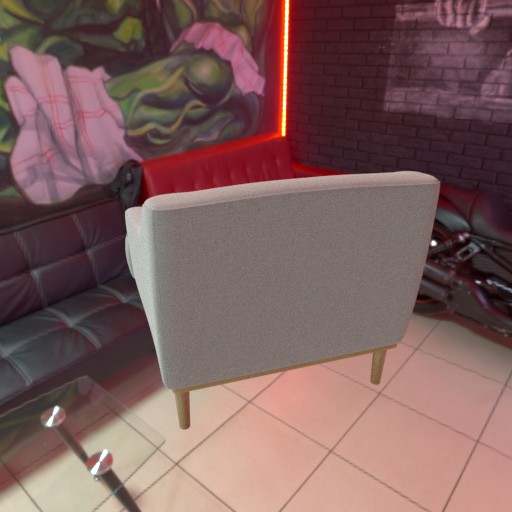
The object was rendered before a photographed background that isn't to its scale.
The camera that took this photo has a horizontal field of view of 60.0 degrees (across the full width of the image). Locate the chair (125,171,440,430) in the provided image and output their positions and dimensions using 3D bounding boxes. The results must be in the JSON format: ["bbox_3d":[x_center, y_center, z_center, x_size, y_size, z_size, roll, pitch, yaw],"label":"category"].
[{"bbox_3d":[0.000,0.000,1.684,0.946,0.818,0.951,-8,26,-16],"label":"chair"}]
